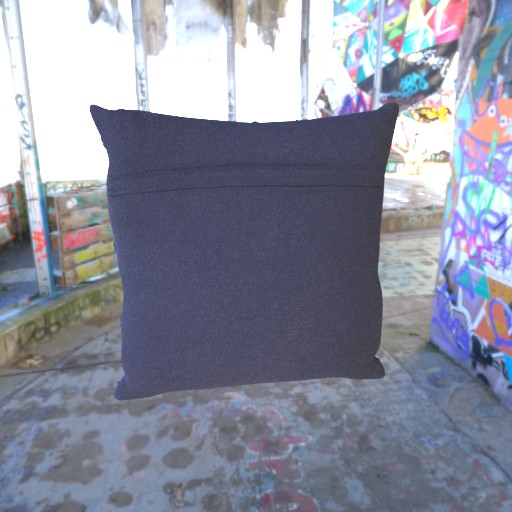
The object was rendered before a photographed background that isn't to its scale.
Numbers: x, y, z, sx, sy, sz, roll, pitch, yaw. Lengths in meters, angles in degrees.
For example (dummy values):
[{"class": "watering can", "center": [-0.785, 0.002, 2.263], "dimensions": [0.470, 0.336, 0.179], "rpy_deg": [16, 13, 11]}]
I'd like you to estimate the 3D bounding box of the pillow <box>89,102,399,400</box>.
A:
[{"class": "pillow", "center": [0.000, 0.000, 0.663], "dimensions": [0.439, 0.440, 0.183], "rpy_deg": [-3, 15, -10]}]
